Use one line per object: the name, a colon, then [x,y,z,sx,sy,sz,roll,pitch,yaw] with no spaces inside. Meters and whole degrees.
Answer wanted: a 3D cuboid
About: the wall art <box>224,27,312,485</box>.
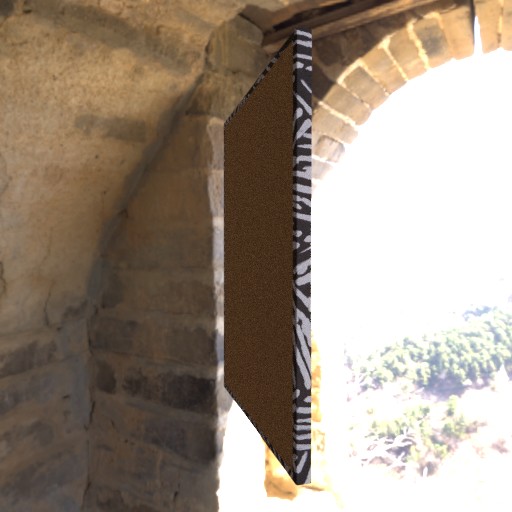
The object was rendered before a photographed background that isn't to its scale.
wall art: [0.000,0.000,1.351,0.038,1.017,0.765,0,0,-16]
